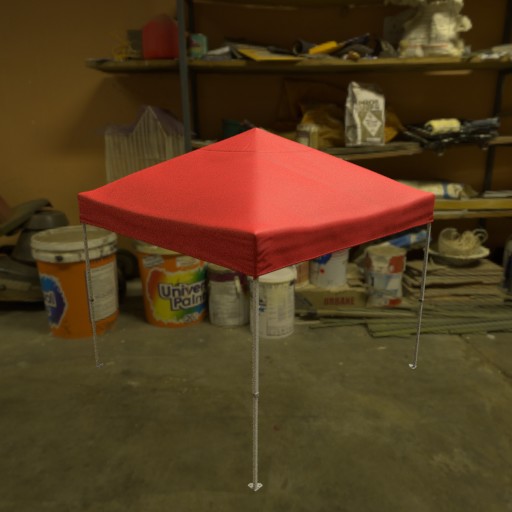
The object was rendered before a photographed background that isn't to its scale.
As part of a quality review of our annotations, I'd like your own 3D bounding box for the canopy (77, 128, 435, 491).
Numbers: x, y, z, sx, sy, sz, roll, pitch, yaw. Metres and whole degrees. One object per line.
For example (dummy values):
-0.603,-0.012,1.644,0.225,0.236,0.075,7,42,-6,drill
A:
0.000,0.000,5.388,2.996,2.997,2.998,-15,22,-43,canopy
